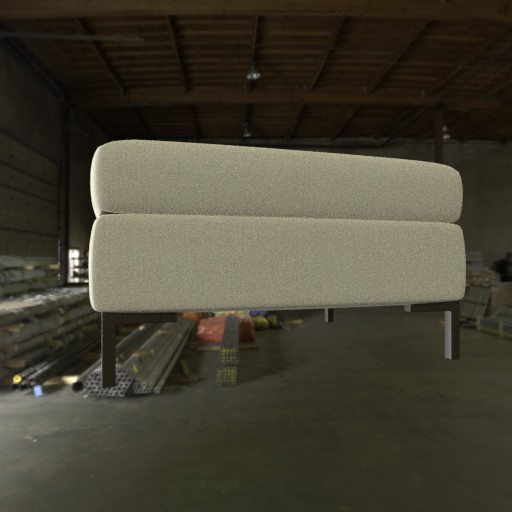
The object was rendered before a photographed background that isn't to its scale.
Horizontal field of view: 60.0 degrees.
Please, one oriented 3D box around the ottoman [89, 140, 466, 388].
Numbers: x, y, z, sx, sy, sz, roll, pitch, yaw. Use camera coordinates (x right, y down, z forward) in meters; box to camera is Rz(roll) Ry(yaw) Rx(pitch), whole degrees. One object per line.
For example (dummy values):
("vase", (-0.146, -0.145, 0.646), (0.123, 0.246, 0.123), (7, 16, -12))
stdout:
("ottoman", (0.000, 0.000, 1.158), (0.794, 0.453, 0.657), (0, 0, -17))
